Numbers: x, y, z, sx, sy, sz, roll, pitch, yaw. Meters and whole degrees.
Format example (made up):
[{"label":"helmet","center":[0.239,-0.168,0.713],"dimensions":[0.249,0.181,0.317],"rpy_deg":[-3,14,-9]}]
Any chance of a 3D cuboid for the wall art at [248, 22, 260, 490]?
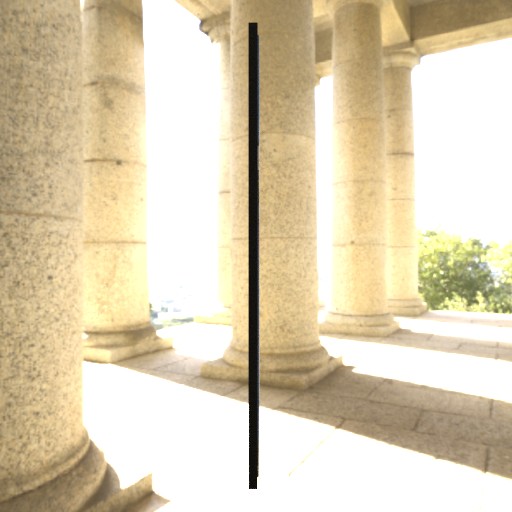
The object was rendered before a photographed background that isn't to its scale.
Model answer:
[{"label":"wall art","center":[0.000,0.000,0.961],"dimensions":[0.015,0.663,0.664],"rpy_deg":[0,0,1]}]
